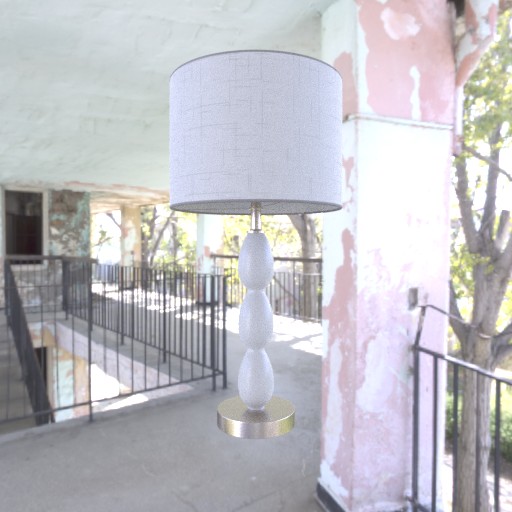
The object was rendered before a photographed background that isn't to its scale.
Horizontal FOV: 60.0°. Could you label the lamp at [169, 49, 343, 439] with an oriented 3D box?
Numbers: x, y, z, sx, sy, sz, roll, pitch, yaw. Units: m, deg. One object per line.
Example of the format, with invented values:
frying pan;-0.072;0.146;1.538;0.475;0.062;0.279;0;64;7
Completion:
lamp;0.000;0.000;0.738;0.282;0.559;0.280;0;2;-18
